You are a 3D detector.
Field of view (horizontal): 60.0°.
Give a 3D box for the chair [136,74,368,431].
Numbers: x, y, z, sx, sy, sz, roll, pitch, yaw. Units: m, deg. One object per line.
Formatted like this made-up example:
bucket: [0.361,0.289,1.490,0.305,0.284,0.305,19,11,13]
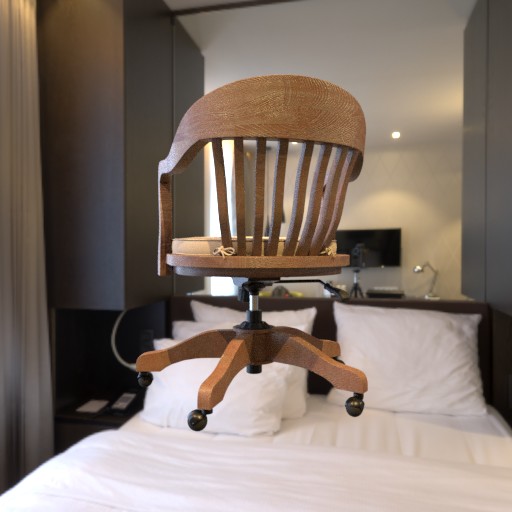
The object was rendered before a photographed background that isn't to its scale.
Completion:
chair: [0.000,0.000,1.449,0.750,0.878,0.788,0,0,-17]
